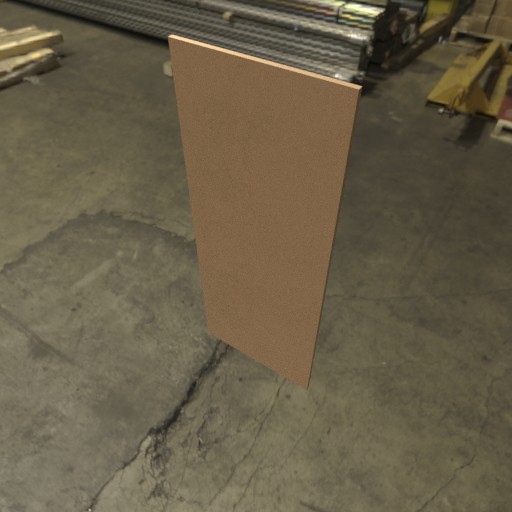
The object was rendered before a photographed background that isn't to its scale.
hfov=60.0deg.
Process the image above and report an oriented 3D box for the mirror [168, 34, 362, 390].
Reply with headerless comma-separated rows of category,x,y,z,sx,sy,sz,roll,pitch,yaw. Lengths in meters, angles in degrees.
mirror,0.000,0.000,2.319,0.812,2.031,0.026,26,51,23
